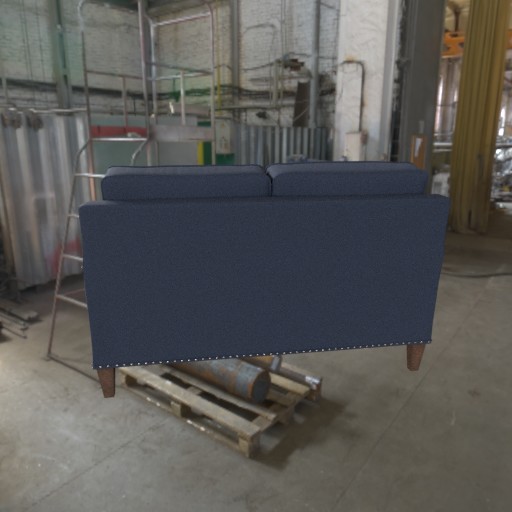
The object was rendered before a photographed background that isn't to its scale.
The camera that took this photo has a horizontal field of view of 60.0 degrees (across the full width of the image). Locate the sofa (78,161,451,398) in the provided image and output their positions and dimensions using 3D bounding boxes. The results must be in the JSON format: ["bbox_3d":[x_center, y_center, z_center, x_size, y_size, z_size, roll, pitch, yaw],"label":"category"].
[{"bbox_3d":[0.000,0.000,2.338,1.597,1.003,1.084,-2,15,-9],"label":"sofa"}]
